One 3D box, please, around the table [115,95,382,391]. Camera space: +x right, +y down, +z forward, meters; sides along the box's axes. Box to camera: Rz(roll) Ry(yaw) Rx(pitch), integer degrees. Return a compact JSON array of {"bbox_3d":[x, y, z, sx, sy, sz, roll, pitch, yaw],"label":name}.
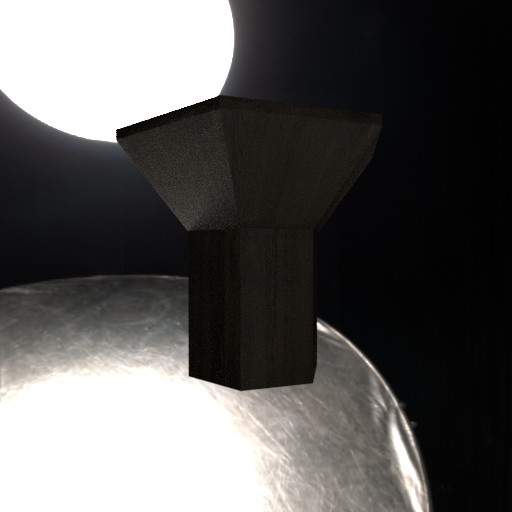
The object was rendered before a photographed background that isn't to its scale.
[{"bbox_3d":[0.000,0.000,1.133,0.683,0.586,0.592,0,1,-19],"label":"table"}]
